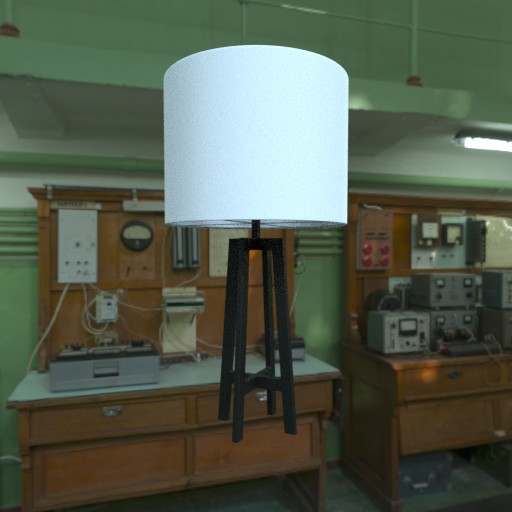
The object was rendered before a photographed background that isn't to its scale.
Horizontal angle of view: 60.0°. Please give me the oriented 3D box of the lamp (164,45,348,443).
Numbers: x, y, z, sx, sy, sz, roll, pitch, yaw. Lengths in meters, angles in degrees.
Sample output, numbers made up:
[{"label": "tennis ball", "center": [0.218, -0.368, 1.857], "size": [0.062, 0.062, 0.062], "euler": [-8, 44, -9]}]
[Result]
[{"label": "lamp", "center": [0.000, 0.000, 0.634], "size": [0.257, 0.489, 0.257], "euler": [0, 1, -18]}]
